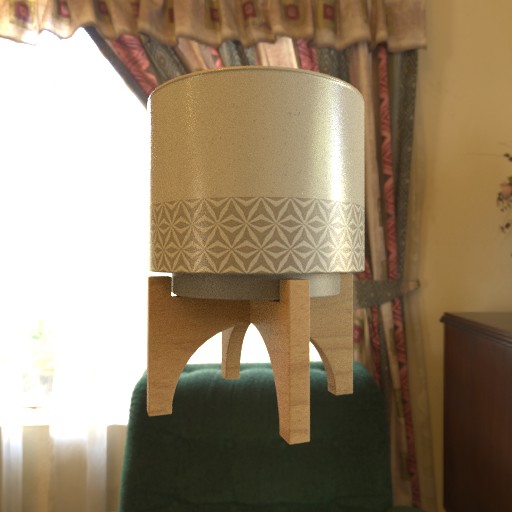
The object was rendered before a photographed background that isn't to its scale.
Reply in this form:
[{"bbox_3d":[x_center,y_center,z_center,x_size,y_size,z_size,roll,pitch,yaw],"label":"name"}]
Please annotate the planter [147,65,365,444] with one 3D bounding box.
[{"bbox_3d":[0.000,0.000,0.522,0.249,0.343,0.249,0,0,0],"label":"planter"}]
